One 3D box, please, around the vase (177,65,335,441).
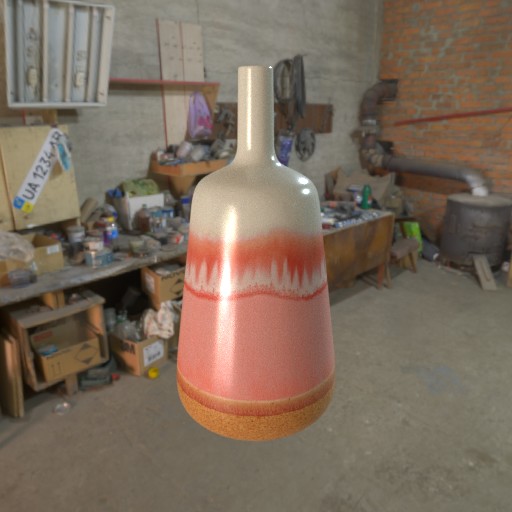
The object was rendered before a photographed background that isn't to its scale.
[{"bbox_3d":[0.000,0.000,0.377,0.144,0.296,0.144,0,17,0],"label":"vase"}]
